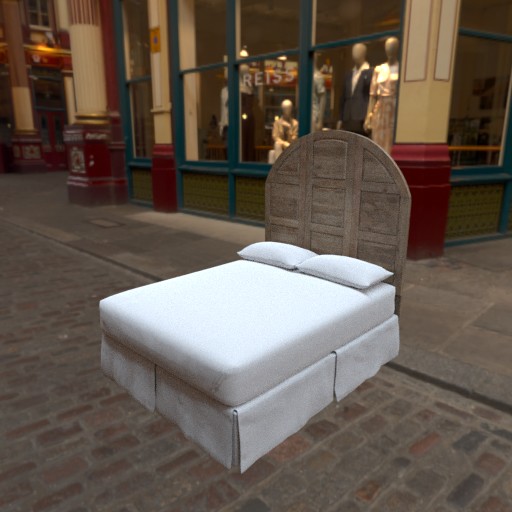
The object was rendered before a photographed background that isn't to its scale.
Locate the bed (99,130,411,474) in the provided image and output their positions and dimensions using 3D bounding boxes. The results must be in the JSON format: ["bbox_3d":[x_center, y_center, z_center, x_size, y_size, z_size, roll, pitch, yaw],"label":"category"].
[{"bbox_3d":[0.000,0.000,3.625,1.713,2.002,2.112,14,21,42],"label":"bed"}]
